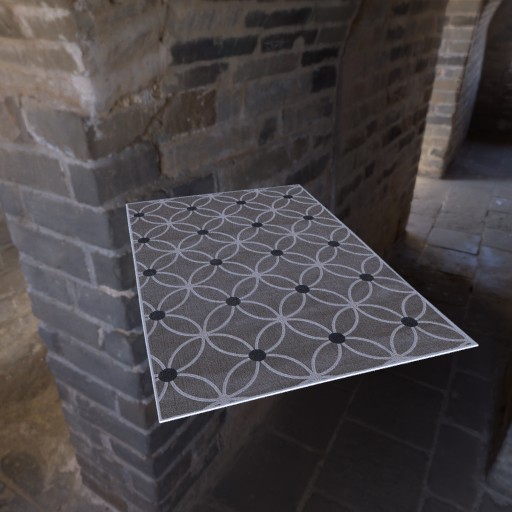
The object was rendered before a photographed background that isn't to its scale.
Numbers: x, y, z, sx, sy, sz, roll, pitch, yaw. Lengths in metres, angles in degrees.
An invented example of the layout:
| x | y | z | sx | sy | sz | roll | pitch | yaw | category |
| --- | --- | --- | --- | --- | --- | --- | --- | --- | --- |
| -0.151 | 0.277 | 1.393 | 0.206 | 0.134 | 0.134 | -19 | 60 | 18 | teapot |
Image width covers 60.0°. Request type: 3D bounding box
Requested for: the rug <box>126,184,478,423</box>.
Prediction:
| x | y | z | sx | sy | sz | roll | pitch | yaw | category |
| --- | --- | --- | --- | --- | --- | --- | --- | --- | --- |
| 0.000 | 0.000 | 2.869 | 1.522 | 0.008 | 2.284 | -9 | 31 | -15 | rug |
